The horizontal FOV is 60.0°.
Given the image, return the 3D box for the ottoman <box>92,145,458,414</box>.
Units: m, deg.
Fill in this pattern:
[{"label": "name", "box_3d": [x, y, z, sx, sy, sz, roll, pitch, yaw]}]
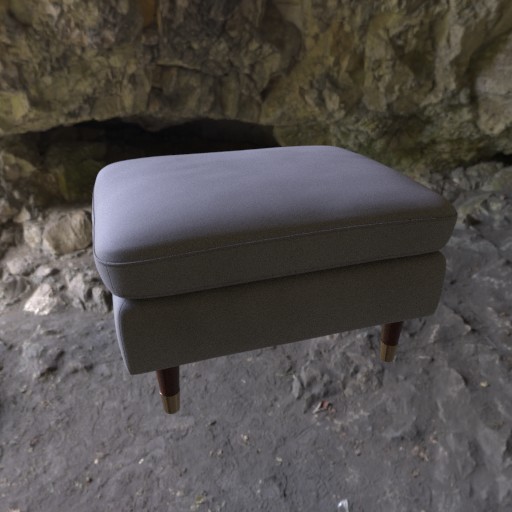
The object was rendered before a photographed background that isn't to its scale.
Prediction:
[{"label": "ottoman", "box_3d": [0.000, 0.000, 1.131, 0.747, 0.478, 0.593, -8, 28, -16]}]
